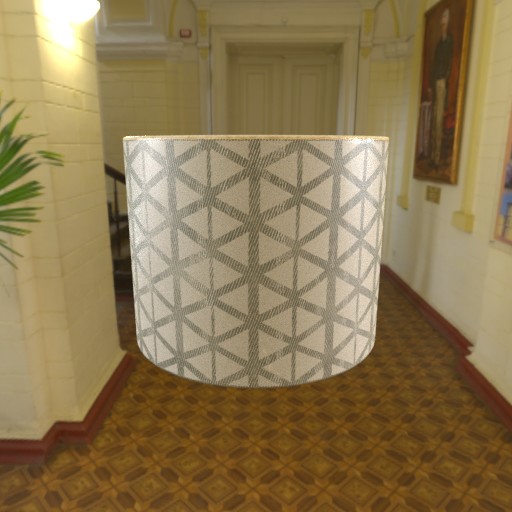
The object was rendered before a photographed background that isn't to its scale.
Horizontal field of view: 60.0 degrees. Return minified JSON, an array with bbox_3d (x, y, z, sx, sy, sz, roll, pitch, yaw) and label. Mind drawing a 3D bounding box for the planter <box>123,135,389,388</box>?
[{"bbox_3d":[0.000,0.000,0.462,0.250,0.239,0.250,0,14,0],"label":"planter"}]
